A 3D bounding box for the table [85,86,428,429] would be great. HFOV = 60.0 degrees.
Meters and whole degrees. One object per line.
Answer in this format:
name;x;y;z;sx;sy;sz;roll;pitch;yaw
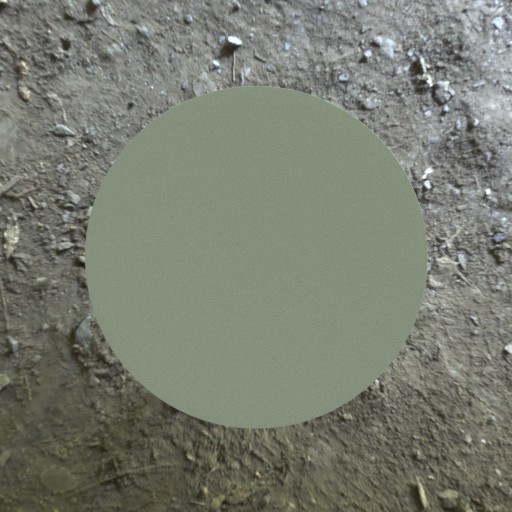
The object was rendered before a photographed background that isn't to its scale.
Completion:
table;0.000;0.000;1.538;0.896;0.762;0.896;0;91;0
